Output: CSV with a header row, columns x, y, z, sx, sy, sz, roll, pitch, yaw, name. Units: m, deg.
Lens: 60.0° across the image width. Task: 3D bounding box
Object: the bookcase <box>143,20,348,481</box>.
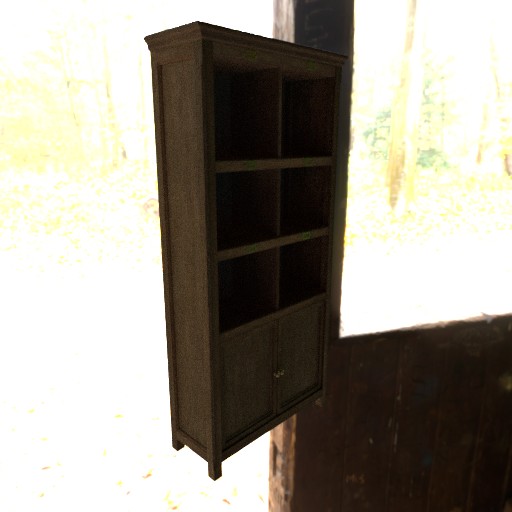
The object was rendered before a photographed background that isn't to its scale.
x,y,z,sx,sy,sz,roll,pitch,yaw,name
0.000,0.000,2.155,0.348,1.880,0.906,14,20,43,bookcase
